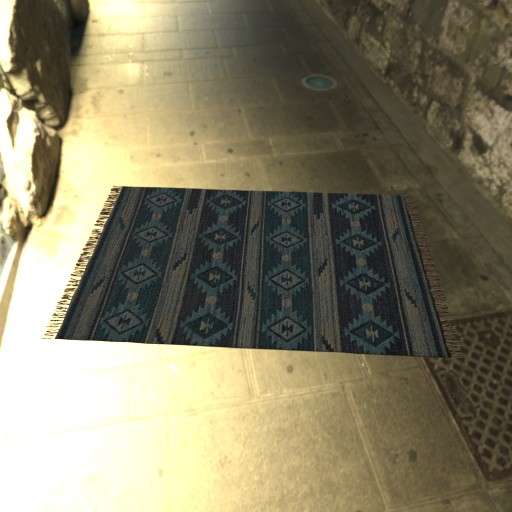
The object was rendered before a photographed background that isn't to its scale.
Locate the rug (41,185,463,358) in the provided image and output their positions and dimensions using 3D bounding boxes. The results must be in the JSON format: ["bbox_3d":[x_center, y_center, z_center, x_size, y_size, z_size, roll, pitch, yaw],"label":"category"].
[{"bbox_3d":[0.000,0.000,2.420,1.936,0.028,1.181,2,46,2],"label":"rug"}]
